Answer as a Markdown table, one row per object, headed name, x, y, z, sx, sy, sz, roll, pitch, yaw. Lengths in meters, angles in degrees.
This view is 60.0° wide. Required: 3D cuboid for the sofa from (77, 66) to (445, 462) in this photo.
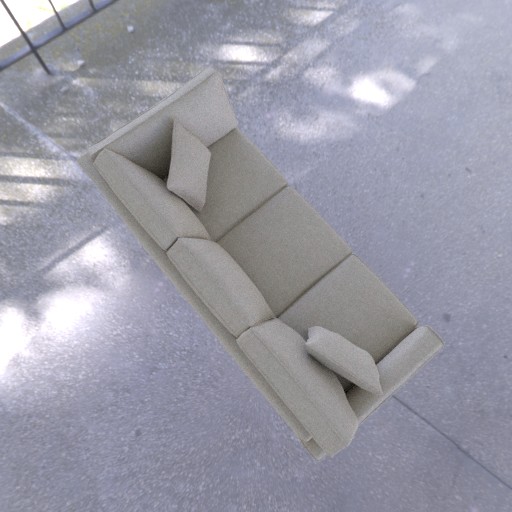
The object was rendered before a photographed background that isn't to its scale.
| name | x | y | z | sx | sy | sz | roll | pitch | yaw |
| --- | --- | --- | --- | --- | --- | --- | --- | --- | --- |
| sofa | 0.000 | 0.000 | 2.889 | 1.061 | 0.962 | 2.317 | -39 | 77 | -11 |
